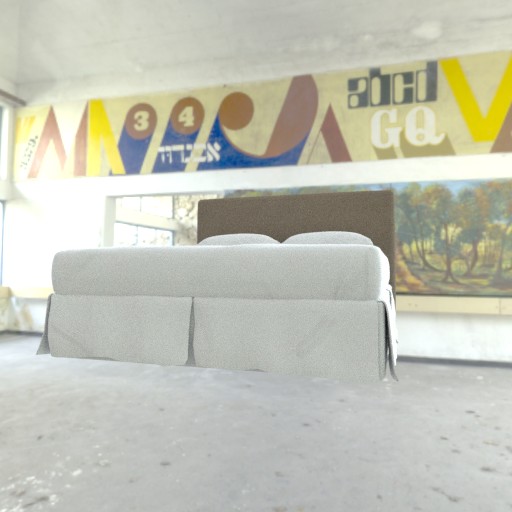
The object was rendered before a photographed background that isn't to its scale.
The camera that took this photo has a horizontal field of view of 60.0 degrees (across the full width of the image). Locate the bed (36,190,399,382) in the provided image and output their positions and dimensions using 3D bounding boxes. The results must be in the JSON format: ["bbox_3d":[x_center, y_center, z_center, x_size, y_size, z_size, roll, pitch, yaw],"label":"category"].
[{"bbox_3d":[0.000,0.000,3.481,2.119,1.317,2.341,-1,-2,18],"label":"bed"}]
